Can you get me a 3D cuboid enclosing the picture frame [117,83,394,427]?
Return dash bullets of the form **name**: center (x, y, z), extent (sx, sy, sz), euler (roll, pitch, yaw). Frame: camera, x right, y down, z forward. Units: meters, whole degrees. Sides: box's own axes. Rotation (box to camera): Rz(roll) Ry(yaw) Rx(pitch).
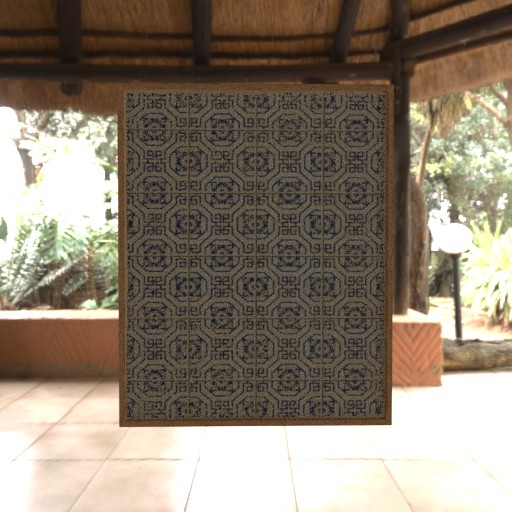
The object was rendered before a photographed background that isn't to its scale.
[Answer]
- **picture frame**: center (0.000, 0.000, 0.703), extent (0.421, 0.526, 0.046), euler (0, 1, -1)
